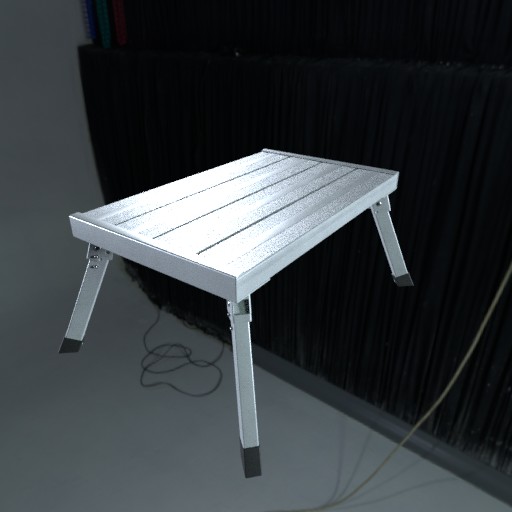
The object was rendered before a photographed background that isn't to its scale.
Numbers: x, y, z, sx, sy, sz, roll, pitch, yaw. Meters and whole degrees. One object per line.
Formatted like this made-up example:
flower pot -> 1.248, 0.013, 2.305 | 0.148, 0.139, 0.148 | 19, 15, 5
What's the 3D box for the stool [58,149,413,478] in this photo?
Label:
stool -> 0.000, 0.000, 0.727 | 0.385, 0.225, 0.535 | 18, 32, 32
